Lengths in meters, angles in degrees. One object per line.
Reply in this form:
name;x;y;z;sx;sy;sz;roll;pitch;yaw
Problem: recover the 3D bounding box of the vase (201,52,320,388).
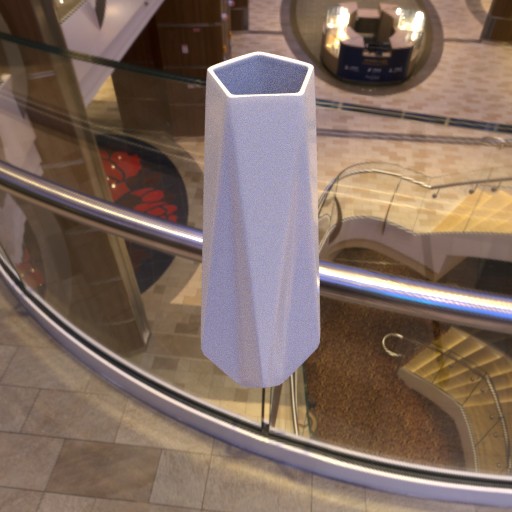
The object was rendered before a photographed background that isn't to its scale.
vase;0.000;0.000;0.392;0.122;0.329;0.116;-31;53;-27
